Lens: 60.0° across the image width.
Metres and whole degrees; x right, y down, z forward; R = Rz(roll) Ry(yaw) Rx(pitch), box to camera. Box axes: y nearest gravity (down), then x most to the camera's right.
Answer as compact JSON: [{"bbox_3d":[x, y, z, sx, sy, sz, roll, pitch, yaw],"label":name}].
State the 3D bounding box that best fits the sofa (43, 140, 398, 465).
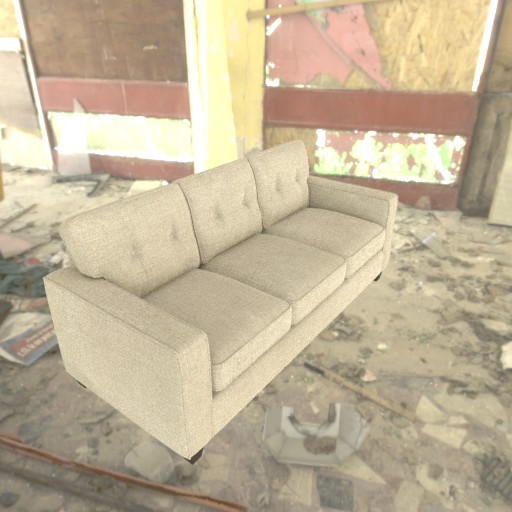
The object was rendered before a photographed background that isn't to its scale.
[{"bbox_3d":[0.000,0.000,2.641,0.939,0.965,2.133,19,33,32],"label":"sofa"}]
